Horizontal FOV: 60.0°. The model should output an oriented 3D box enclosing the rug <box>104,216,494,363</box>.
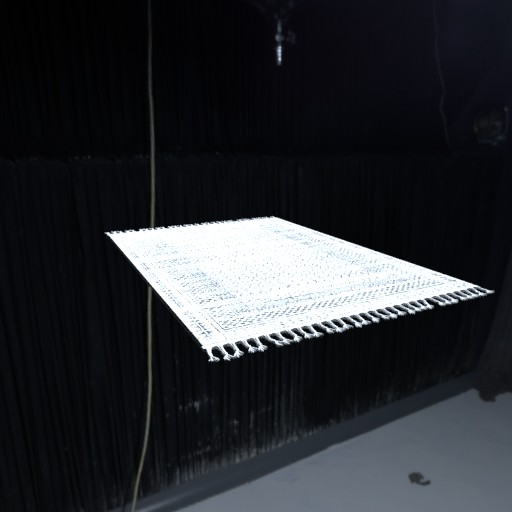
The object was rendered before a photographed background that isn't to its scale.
[{"bbox_3d":[0.000,0.000,2.308,1.243,0.013,1.872,-8,18,-26],"label":"rug"}]
